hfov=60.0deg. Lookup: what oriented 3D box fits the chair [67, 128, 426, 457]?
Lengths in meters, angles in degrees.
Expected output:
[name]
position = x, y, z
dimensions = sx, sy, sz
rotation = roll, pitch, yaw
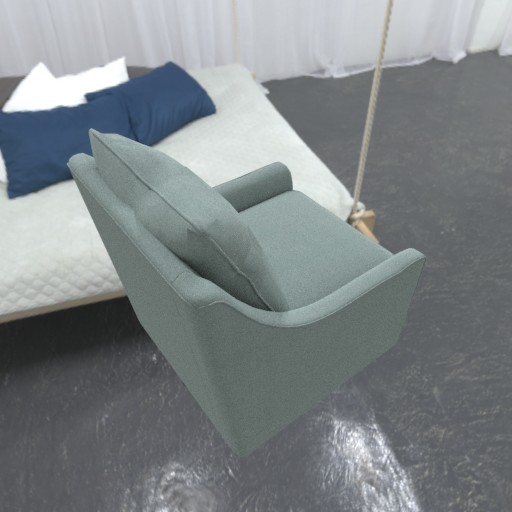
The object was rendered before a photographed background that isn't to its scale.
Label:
[chair]
position = 0.000, 0.000, 1.515
dimensions = 0.870, 0.926, 0.760
rotation = -27, 48, -27
